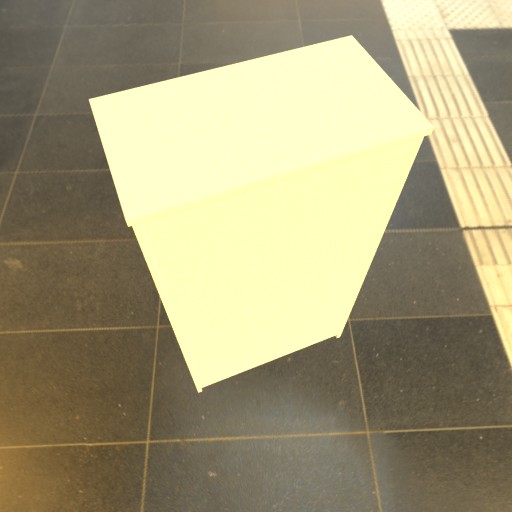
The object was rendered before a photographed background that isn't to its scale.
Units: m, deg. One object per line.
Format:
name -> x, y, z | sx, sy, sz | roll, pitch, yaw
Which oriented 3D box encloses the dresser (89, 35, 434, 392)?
dresser -> 0.000, 0.000, 1.557 | 0.704, 1.255, 0.399 | -19, 60, -11
